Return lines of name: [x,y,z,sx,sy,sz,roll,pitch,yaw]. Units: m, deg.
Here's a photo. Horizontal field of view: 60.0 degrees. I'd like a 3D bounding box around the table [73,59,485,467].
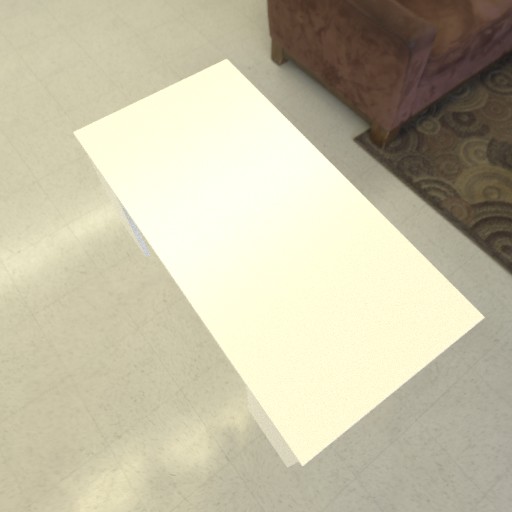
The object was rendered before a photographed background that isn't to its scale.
table: [0.000,0.000,1.269,0.500,0.440,1.000,-32,67,-15]
